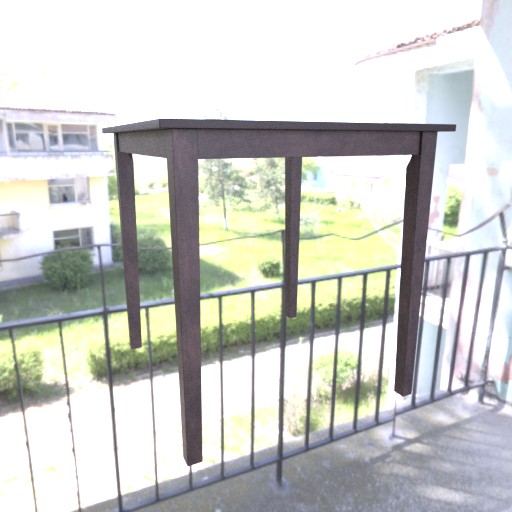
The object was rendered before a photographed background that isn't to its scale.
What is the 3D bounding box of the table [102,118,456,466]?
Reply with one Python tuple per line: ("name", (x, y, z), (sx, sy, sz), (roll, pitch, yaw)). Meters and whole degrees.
("table", (0.000, 0.000, 1.371), (0.749, 0.770, 0.749), (-7, 16, -25))
